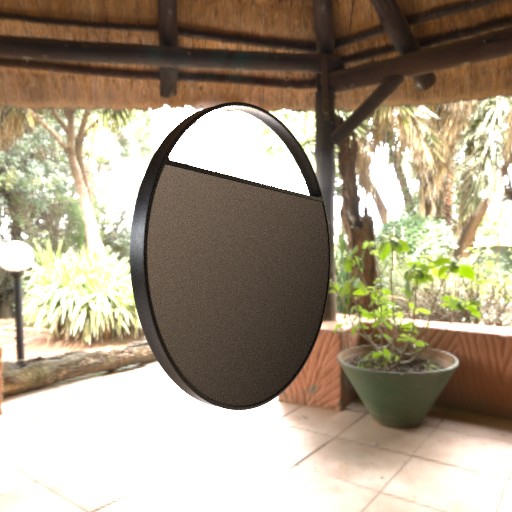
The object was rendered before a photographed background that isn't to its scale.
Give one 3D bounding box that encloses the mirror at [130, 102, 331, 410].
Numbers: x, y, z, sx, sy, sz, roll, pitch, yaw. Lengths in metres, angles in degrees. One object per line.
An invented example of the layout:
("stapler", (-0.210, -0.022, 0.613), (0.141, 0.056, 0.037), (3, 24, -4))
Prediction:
("mirror", (0.000, 0.000, 0.852), (0.032, 0.565, 0.565), (-1, -2, 37))
